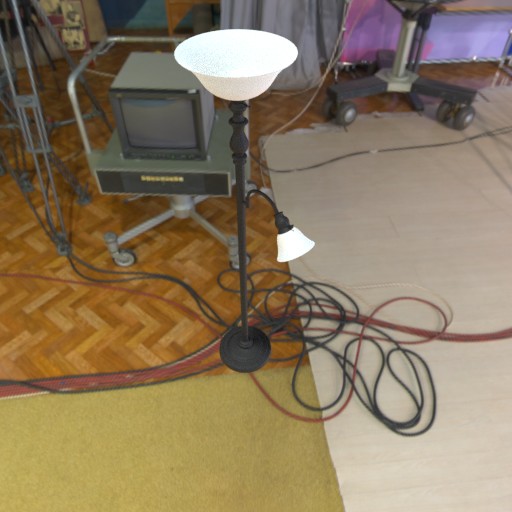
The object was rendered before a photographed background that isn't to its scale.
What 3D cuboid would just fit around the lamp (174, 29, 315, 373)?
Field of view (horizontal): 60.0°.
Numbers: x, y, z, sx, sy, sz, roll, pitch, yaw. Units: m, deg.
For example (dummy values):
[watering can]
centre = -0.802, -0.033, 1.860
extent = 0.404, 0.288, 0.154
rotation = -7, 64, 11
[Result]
[lamp]
centre = 0.000, 0.000, 2.053
extent = 0.588, 1.793, 0.405
rotation = 35, 55, 30
